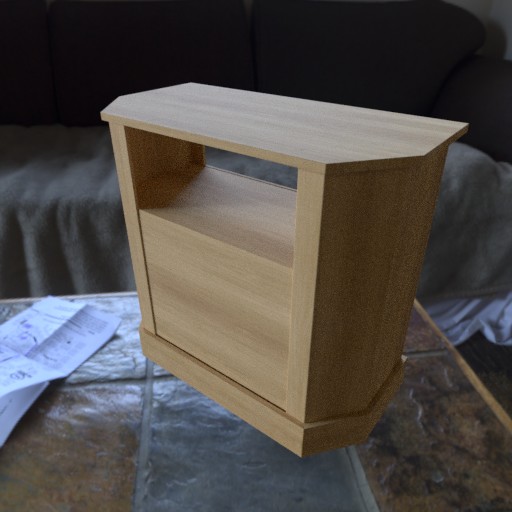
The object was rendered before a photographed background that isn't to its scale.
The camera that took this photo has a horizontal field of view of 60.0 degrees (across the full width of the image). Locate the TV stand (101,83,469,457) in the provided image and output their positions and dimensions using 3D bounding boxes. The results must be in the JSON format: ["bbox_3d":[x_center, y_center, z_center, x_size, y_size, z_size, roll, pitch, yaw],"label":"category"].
[{"bbox_3d":[0.000,0.000,1.247,0.851,0.781,0.425,21,37,32],"label":"TV stand"}]
